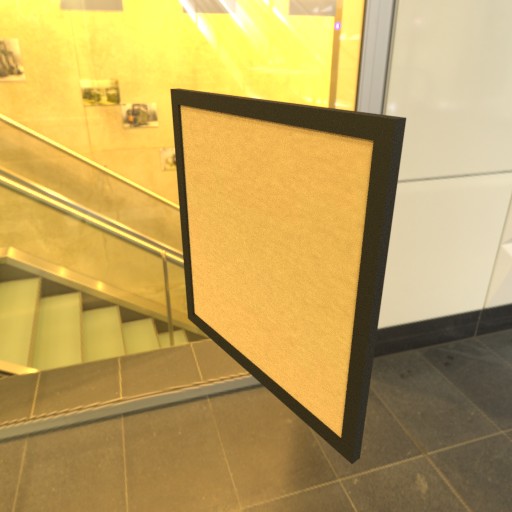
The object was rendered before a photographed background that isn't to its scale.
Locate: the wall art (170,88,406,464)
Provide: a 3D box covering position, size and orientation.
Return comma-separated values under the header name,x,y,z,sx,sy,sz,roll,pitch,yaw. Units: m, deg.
name,x,y,z,sx,sy,sz,roll,pitch,yaw
wall art,0.000,0.000,0.530,0.013,0.356,0.356,-18,30,-33
